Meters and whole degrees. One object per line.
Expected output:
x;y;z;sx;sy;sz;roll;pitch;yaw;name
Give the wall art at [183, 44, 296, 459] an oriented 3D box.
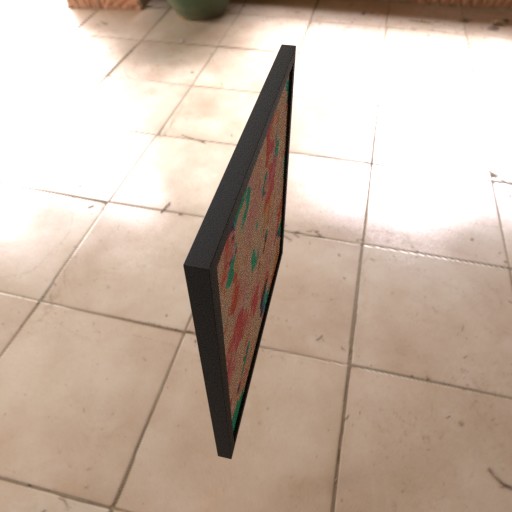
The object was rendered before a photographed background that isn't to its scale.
0.000;0.000;0.457;0.015;0.304;0.306;9;48;8;wall art
